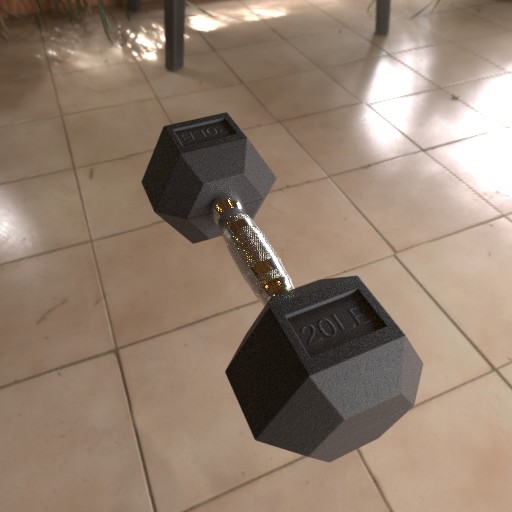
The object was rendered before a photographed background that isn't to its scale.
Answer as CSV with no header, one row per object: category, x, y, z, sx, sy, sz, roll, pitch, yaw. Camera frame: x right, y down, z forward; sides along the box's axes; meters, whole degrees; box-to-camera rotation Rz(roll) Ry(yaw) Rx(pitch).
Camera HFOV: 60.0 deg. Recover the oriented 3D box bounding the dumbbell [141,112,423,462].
dumbbell,0.000,0.000,0.343,0.116,0.101,0.297,-18,49,-16
